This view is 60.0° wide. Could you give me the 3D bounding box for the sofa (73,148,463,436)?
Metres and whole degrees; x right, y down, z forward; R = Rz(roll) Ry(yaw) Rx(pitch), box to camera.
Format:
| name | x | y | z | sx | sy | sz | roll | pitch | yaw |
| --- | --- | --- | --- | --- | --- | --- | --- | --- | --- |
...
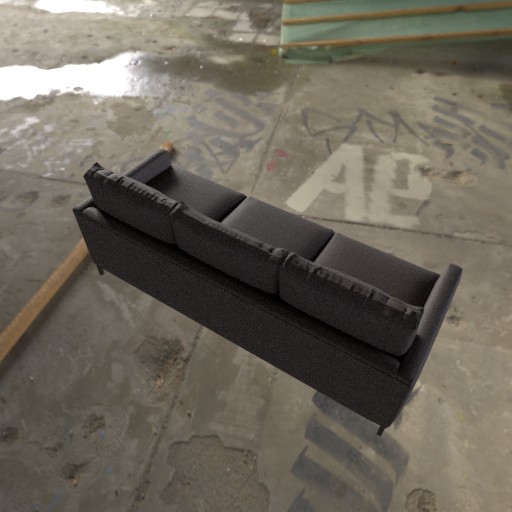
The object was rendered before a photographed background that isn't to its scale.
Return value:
| name | x | y | z | sx | sy | sz | roll | pitch | yaw |
| --- | --- | --- | --- | --- | --- | --- | --- | --- | --- |
| sofa | 0.000 | 0.000 | 2.767 | 2.253 | 0.882 | 0.876 | 25 | 51 | 22 |
